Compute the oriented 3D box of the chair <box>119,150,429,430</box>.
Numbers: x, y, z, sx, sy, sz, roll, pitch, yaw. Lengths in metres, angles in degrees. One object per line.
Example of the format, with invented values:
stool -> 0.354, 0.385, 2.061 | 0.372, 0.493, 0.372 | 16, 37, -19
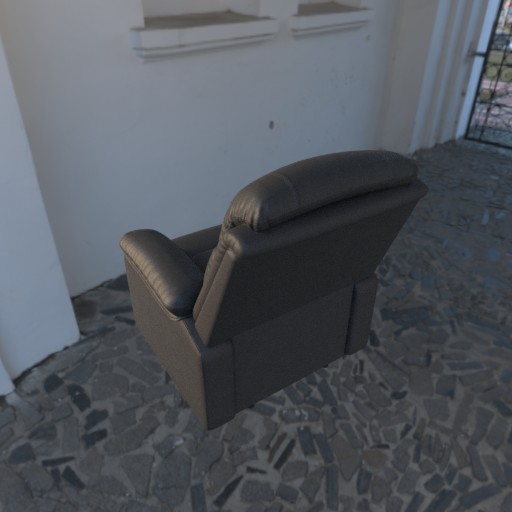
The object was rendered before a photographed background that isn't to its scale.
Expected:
chair -> 0.000, 0.000, 1.710 | 0.855, 0.992, 0.919 | -19, 37, -28
